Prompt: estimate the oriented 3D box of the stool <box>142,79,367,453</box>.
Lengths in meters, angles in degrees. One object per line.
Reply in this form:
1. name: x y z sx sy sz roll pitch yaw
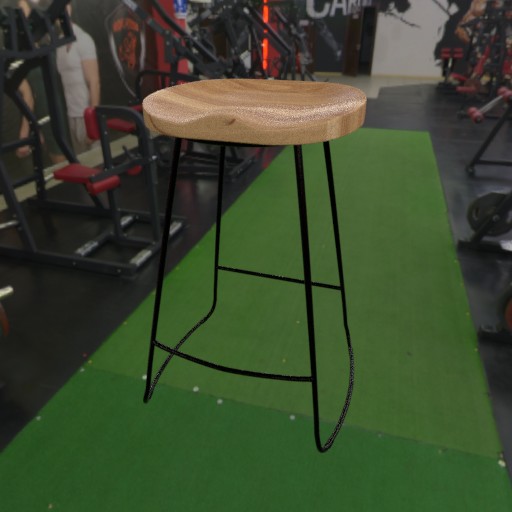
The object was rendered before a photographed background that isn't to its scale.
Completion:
1. stool: 0.000 0.000 0.963 0.480 0.679 0.401 9 29 16
